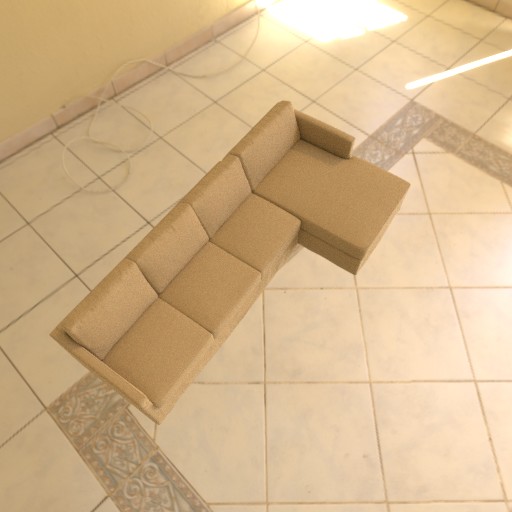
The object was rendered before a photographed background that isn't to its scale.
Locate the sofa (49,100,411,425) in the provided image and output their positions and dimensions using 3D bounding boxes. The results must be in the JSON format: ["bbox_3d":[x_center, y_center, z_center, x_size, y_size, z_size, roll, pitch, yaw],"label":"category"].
[{"bbox_3d":[0.000,0.000,3.986,1.622,0.867,3.177,31,64,17],"label":"sofa"}]
